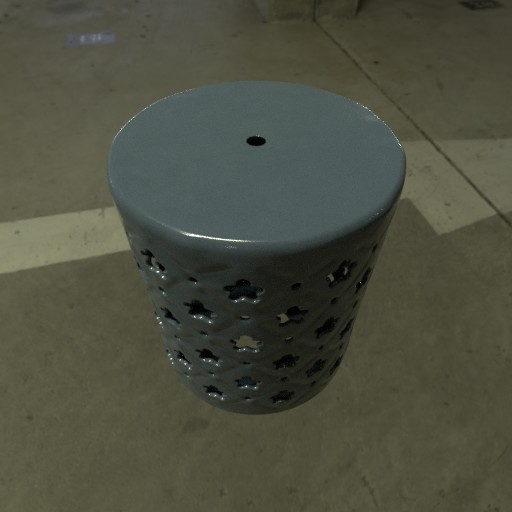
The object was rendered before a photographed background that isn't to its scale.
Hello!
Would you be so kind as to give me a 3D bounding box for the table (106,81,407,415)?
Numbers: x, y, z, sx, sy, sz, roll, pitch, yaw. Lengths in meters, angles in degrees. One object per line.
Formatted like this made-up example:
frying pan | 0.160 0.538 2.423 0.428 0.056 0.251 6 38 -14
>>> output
table | 0.000 0.000 0.657 0.352 0.387 0.352 0 45 0
